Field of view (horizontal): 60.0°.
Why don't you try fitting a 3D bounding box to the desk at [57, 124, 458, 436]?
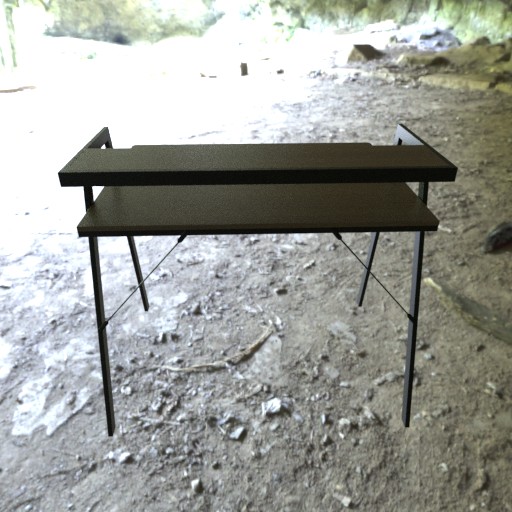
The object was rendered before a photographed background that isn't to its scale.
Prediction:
[{"bbox_3d":[0.000,0.000,1.829,1.143,0.998,0.936,-1,31,-2],"label":"desk"}]
